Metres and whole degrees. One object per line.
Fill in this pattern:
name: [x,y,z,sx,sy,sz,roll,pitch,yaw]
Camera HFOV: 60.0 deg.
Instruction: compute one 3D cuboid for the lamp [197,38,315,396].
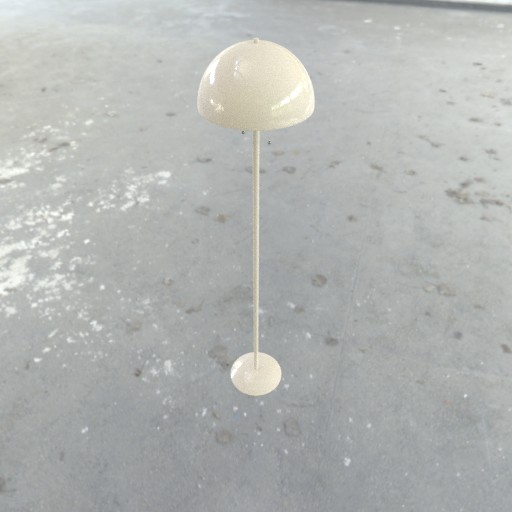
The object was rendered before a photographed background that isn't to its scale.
lamp: [0.000,0.000,1.623,0.328,1.480,0.328,12,43,13]
